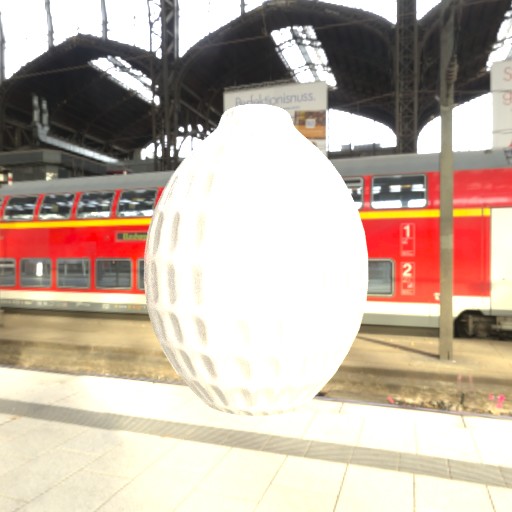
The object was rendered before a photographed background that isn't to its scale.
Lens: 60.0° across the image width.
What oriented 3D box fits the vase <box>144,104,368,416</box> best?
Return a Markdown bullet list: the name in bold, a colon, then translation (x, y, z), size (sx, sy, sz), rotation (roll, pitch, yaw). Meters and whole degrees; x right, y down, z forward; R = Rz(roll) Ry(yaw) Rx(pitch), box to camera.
- **vase**: translation (0.000, 0.000, 0.261), size (0.128, 0.167, 0.128), rotation (0, 0, 0)
